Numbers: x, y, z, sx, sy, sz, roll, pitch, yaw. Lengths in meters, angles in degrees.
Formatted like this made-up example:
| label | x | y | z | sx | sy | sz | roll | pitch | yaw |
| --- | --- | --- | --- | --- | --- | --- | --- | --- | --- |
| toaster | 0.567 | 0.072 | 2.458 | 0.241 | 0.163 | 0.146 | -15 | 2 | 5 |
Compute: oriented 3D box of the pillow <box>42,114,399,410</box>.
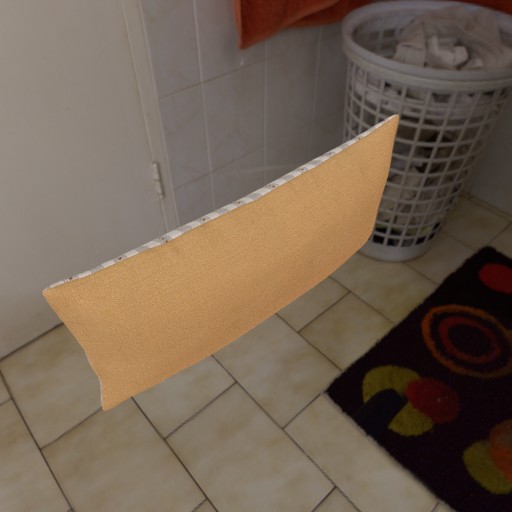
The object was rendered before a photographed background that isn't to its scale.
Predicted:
| label | x | y | z | sx | sy | sz | roll | pitch | yaw |
| --- | --- | --- | --- | --- | --- | --- | --- | --- | --- |
| pillow | 0.000 | 0.000 | 0.714 | 0.608 | 0.291 | 0.151 | -30 | 53 | -26 |
